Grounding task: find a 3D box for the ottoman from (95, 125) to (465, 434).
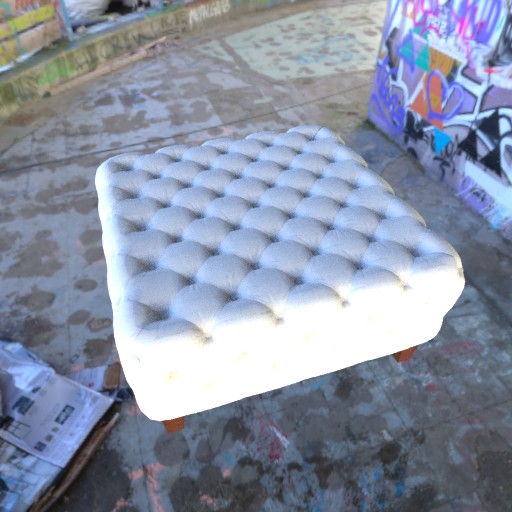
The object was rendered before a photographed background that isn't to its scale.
[{"bbox_3d":[0.000,0.000,1.221,0.755,0.376,0.753,-13,43,-14],"label":"ottoman"}]
